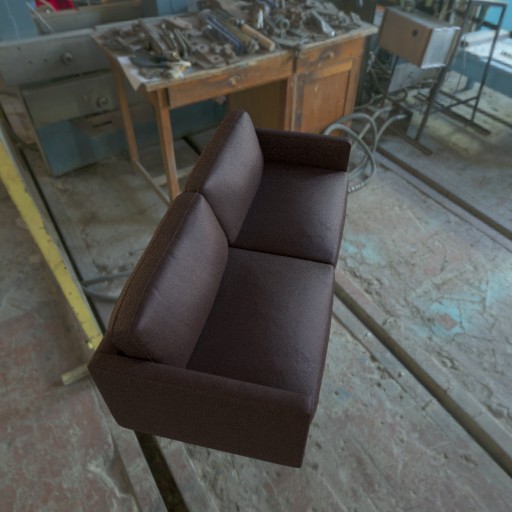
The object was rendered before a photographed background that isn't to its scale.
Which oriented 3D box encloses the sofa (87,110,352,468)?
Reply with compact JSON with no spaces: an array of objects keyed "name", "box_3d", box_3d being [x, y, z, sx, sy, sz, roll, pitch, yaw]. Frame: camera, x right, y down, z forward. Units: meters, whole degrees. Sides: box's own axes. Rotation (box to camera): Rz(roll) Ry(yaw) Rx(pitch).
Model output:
[{"name":"sofa","box_3d":[0.000,0.000,2.486,0.923,0.863,1.971,9,46,9]}]
